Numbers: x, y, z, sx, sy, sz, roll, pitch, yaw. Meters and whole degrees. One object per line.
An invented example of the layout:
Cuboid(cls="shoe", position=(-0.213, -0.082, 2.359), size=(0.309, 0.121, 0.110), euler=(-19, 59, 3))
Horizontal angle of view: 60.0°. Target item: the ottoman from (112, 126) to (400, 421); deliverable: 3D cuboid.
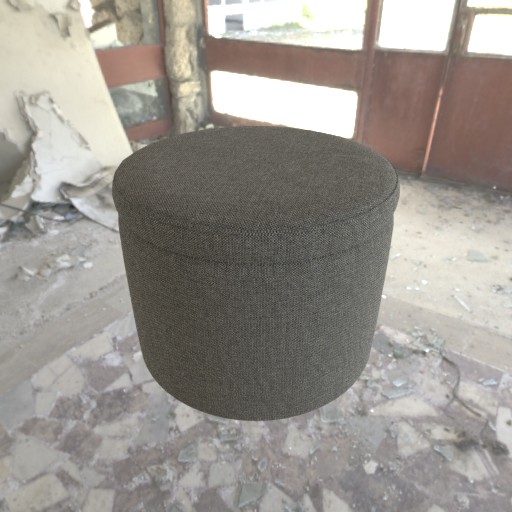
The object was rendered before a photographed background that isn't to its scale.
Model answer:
Cuboid(cls="ottoman", position=(0.000, 0.000, 0.918), size=(0.520, 0.430, 0.520), euler=(0, 32, 0))
